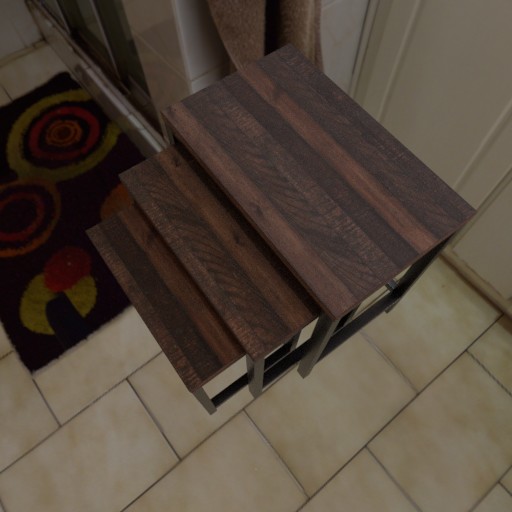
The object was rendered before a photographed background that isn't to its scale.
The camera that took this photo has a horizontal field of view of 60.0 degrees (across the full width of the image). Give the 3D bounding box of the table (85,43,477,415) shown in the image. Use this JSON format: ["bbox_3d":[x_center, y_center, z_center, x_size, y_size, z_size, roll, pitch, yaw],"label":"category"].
[{"bbox_3d":[0.000,0.000,1.188,0.660,0.616,0.608,-34,69,-15],"label":"table"}]
